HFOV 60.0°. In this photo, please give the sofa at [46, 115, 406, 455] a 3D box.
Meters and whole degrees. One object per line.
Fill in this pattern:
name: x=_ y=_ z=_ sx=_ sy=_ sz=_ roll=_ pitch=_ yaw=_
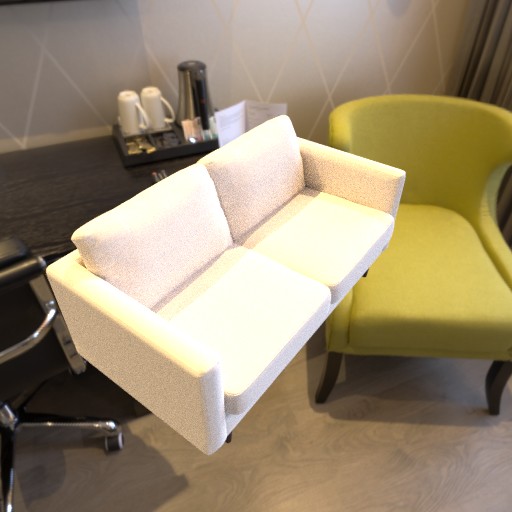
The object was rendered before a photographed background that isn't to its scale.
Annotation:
sofa: x=0.000 y=0.000 z=2.303 sx=0.940 sy=0.893 sz=1.713 roll=26 pitch=47 yaw=27
